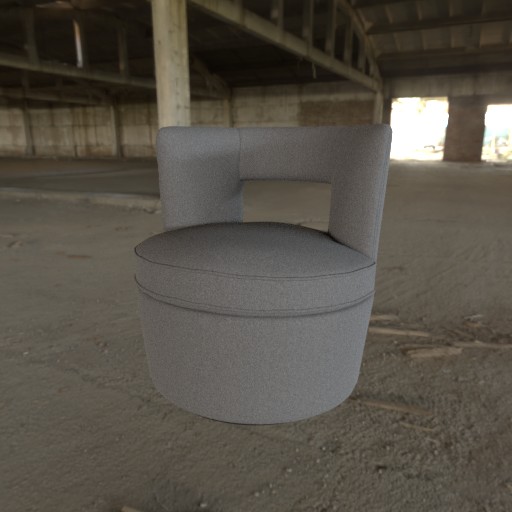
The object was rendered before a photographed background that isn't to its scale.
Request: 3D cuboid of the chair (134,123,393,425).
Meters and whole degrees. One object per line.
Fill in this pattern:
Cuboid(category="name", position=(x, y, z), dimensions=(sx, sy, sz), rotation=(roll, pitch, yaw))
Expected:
Cuboid(category="chair", position=(0.000, 0.000, 1.261), dimensions=(0.689, 0.719, 0.660), rotation=(7, 17, 25))
